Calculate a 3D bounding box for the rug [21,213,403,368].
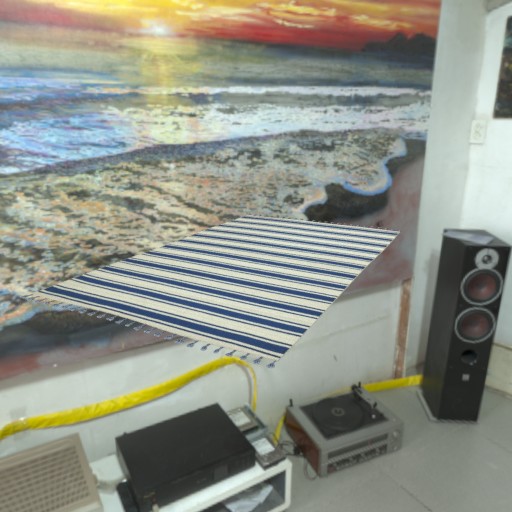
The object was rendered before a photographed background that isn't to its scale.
[{"bbox_3d":[0.000,0.000,2.555,1.248,0.009,2.108,9,19,27],"label":"rug"}]
